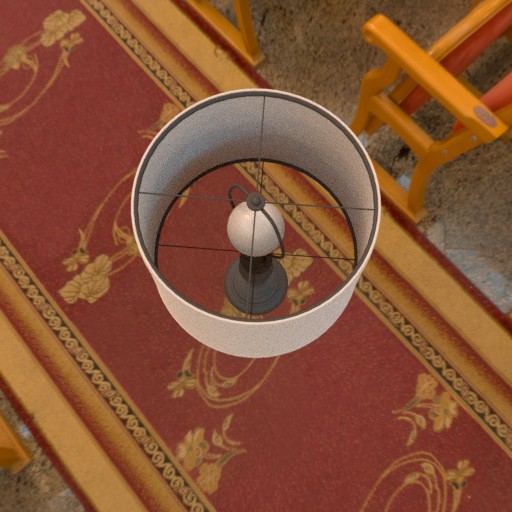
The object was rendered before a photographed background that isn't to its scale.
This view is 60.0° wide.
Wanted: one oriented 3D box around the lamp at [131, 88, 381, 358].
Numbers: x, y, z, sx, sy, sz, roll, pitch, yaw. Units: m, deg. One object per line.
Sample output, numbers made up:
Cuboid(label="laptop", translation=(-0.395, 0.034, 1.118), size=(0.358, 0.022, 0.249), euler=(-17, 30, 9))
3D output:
Cuboid(label="lamp", translation=(0.000, 0.000, 0.691), size=(0.310, 0.501, 0.310), euler=(0, 77, 0))
